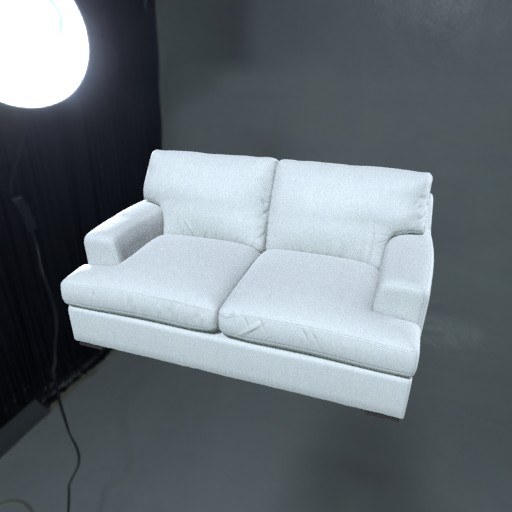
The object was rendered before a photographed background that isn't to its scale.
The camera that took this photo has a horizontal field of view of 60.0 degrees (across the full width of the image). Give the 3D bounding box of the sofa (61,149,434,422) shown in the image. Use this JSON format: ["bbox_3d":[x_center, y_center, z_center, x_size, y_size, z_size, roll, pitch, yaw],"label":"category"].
[{"bbox_3d":[0.000,0.000,2.521,1.880,0.940,1.143,9,27,17],"label":"sofa"}]
